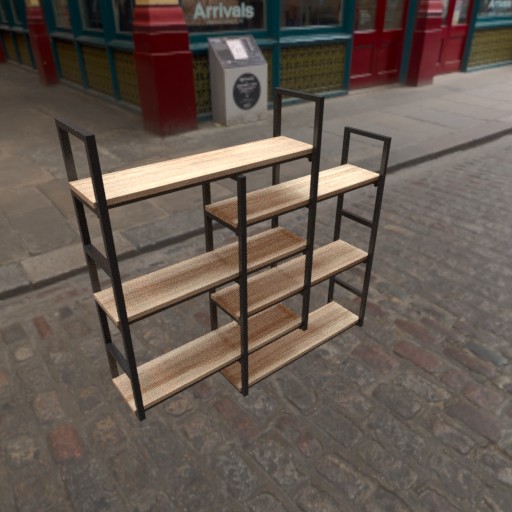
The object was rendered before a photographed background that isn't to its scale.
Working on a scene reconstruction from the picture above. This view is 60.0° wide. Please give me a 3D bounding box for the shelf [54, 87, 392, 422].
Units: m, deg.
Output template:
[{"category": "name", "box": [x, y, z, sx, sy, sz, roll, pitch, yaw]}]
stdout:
[{"category": "shelf", "box": [0.000, 0.000, 1.351, 0.946, 0.921, 0.183, -22, 36, -33]}]
